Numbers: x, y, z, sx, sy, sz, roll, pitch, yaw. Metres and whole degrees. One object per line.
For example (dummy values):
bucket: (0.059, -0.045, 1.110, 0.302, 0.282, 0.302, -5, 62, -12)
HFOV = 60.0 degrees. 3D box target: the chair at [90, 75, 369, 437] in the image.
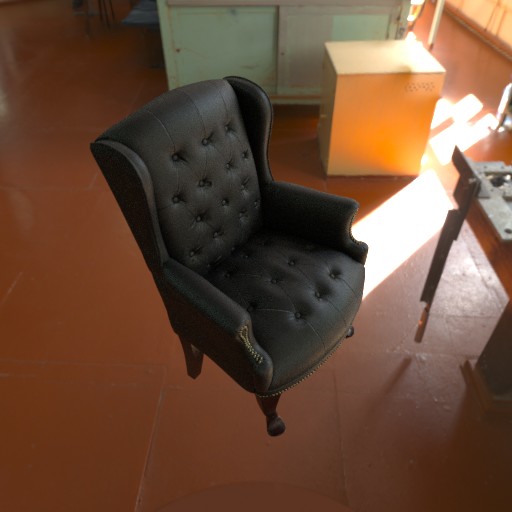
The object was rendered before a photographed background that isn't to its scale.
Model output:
chair: (0.000, 0.000, 1.711, 0.822, 1.133, 0.831, 26, 47, 26)
